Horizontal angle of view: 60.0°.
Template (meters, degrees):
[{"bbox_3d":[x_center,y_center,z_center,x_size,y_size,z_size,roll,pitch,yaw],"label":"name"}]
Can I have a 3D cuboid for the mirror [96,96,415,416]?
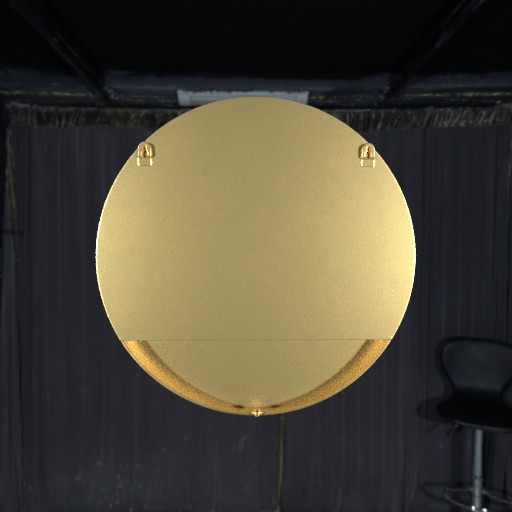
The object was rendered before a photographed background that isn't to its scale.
[{"bbox_3d":[0.000,0.000,0.696,0.457,0.457,0.133,0,1,-1],"label":"mirror"}]
